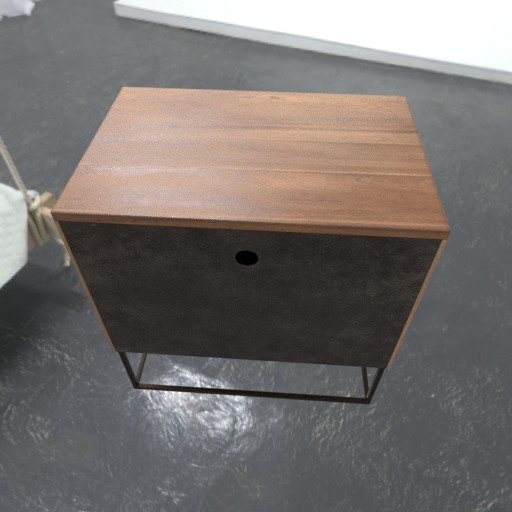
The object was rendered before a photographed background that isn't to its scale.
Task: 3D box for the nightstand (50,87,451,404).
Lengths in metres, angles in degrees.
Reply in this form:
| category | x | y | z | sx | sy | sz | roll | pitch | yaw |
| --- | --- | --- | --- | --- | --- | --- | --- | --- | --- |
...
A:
| category | x | y | z | sx | sy | sz | roll | pitch | yaw |
| --- | --- | --- | --- | --- | --- | --- | --- | --- | --- |
| nightstand | 0.000 | 0.000 | 1.034 | 0.605 | 0.611 | 0.427 | 3 | 47 | 3 |
